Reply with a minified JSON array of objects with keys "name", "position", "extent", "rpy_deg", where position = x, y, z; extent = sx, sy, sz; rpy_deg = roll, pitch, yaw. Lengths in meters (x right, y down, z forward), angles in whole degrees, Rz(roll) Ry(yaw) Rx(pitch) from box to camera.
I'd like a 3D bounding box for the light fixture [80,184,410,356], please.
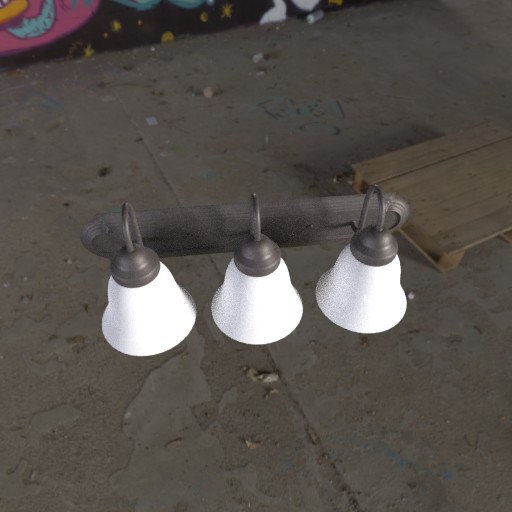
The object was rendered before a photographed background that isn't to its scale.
[{"name":"light fixture","position":[0.000,0.000,0.734],"extent":[0.610,0.222,0.199],"rpy_deg":[-5,46,-5]}]
